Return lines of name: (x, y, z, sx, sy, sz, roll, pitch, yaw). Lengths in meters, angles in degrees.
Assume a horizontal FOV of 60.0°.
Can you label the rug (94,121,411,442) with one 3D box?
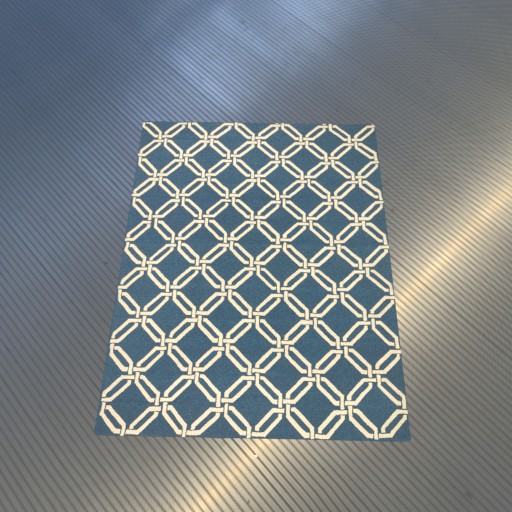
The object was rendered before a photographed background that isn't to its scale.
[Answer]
rug: (0.000, 0.000, 3.756, 2.277, 0.020, 2.867, 1, 66, 0)
